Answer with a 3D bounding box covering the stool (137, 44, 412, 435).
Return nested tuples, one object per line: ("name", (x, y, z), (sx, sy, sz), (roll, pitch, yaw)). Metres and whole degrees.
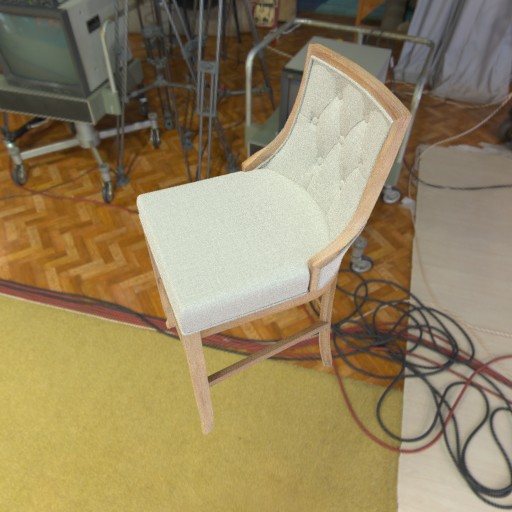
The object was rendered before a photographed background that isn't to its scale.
("stool", (0.000, 0.000, 1.436), (0.626, 1.101, 0.524), (-17, 49, -16))
